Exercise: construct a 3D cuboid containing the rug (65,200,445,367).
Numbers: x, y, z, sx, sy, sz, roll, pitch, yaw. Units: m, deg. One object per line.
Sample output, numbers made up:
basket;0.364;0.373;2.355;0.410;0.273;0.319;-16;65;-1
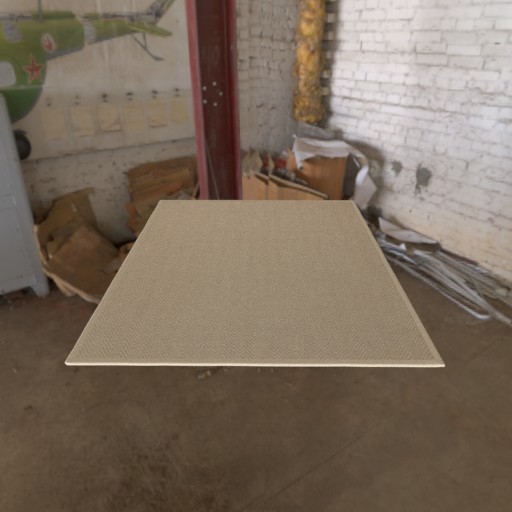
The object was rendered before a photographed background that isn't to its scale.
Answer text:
rug;0.000;0.000;4.148;2.407;0.020;3.051;0;27;0
